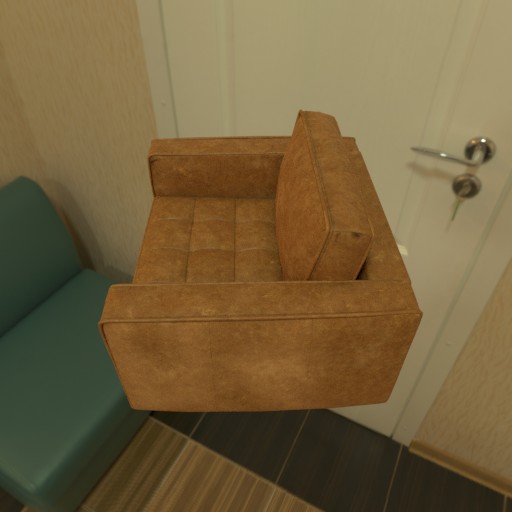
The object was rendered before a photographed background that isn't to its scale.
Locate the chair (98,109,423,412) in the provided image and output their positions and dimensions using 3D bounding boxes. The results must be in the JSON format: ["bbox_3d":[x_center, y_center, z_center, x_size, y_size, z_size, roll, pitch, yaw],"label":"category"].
[{"bbox_3d":[0.000,0.000,1.511,0.798,0.767,0.928,-1,43,-1],"label":"chair"}]
